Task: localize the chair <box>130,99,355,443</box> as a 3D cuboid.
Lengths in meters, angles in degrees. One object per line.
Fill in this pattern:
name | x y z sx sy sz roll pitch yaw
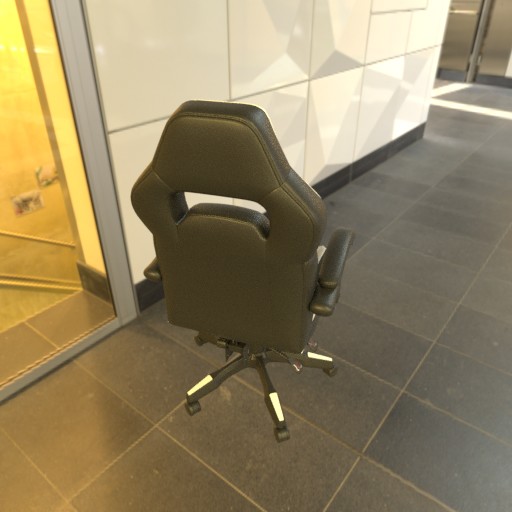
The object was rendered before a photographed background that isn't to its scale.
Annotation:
chair | 0.000 0.000 1.620 0.676 1.200 0.700 10 33 16
